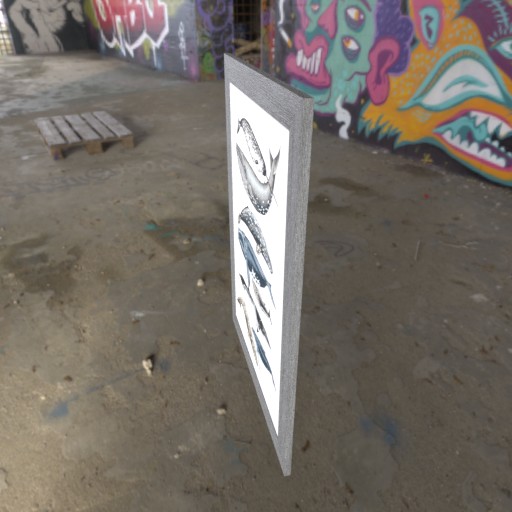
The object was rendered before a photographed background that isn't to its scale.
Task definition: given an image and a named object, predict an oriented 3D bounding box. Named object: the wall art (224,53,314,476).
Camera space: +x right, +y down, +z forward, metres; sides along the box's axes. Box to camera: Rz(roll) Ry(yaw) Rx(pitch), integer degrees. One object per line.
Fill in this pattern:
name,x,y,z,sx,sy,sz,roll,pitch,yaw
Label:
wall art,0.000,0.000,1.366,0.020,1.070,0.768,-7,31,-12
